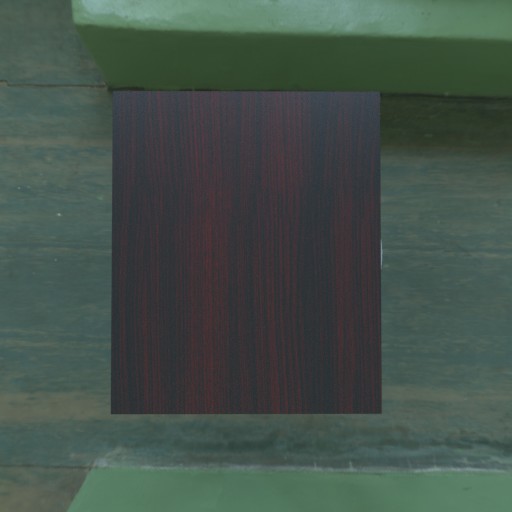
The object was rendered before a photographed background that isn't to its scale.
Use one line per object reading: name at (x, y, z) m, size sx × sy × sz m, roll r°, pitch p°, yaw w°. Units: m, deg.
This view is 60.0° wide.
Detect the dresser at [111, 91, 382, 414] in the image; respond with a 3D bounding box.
dresser at (0.000, 0.000, 0.829) m, size 0.360 × 0.560 × 0.400 m, roll 0°, pitch 89°, yaw 0°
